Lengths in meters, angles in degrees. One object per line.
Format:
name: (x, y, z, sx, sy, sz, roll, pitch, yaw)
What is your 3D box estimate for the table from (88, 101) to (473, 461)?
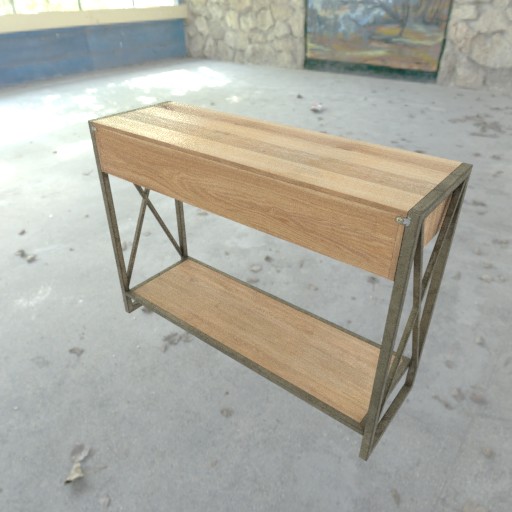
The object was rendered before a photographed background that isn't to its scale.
table: (0.000, 0.000, 1.425, 1.059, 0.763, 0.361, 23, 38, 32)
